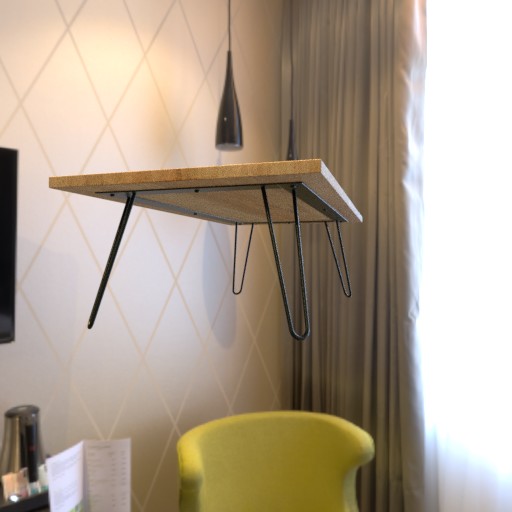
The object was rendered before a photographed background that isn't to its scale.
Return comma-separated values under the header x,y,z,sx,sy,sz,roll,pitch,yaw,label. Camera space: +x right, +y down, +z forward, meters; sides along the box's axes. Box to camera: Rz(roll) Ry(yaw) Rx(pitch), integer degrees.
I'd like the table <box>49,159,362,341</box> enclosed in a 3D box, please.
x,y,z,sx,sy,sz,roll,pitch,yaw,label
0.000,0.000,1.676,0.699,0.400,1.348,0,0,17,table
